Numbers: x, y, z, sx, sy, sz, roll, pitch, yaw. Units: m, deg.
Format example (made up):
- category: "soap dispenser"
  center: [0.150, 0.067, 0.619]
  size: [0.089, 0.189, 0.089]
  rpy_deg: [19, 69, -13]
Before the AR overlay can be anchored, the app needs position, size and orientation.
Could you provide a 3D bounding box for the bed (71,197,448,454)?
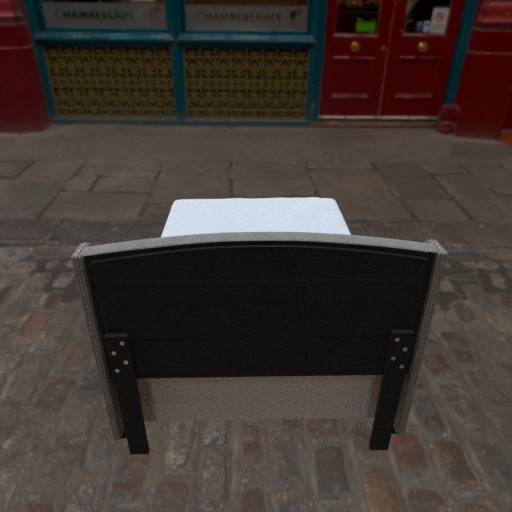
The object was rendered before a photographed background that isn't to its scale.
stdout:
- category: "bed"
  center: [0.000, 0.000, 3.252]
  size: [1.710, 1.407, 2.237]
  rpy_deg: [-1, 30, -1]
